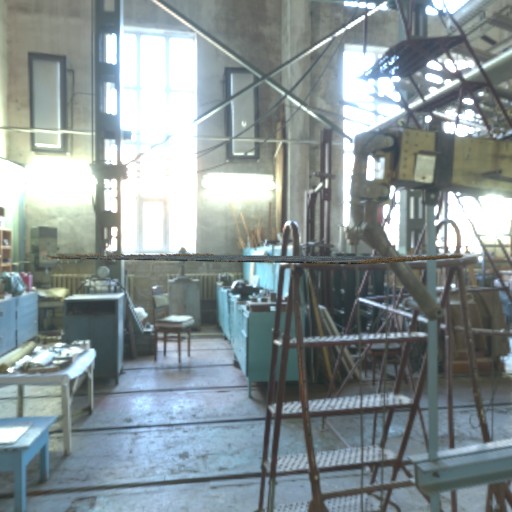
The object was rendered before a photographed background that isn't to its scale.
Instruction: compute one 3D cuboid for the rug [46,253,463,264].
[{"bbox_3d":[0.000,0.000,4.310,3.307,0.047,2.418,1,1,36],"label":"rug"}]
